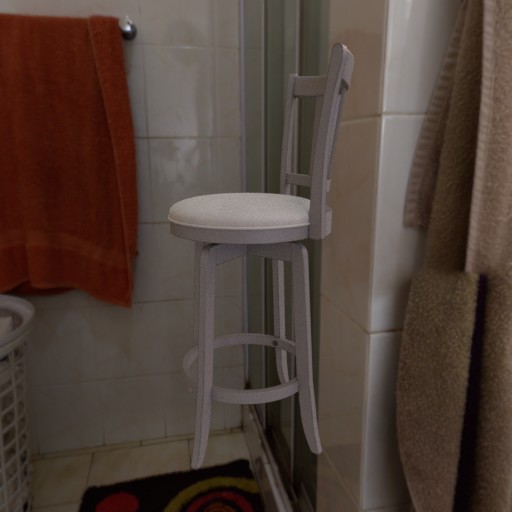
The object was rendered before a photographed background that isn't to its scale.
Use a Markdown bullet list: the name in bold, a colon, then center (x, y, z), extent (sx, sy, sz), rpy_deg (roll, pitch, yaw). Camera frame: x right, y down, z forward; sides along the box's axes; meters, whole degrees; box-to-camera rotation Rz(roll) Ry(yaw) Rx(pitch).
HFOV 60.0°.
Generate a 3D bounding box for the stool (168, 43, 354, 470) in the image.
- **stool**: center (0.000, 0.000, 1.243), extent (0.475, 1.023, 0.436), rpy_deg (-2, 14, -10)
